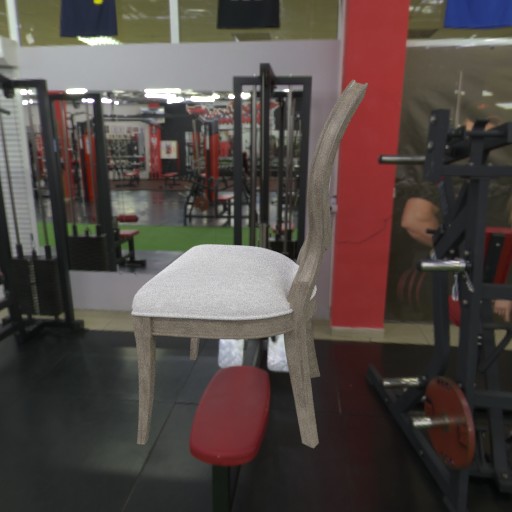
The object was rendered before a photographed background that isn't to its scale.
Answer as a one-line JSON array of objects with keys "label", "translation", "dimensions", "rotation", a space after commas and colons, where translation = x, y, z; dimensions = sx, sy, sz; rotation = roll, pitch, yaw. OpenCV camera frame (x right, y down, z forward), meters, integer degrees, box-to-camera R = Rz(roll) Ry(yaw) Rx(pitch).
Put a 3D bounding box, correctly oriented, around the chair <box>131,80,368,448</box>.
[{"label": "chair", "translation": [0.000, 0.000, 1.346], "dimensions": [0.602, 0.990, 0.558], "rotation": [2, 15, 8]}]
